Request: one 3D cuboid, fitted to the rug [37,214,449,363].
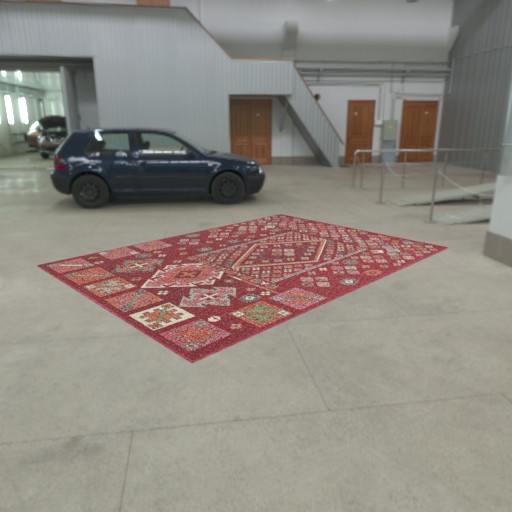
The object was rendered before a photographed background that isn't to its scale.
[{"bbox_3d":[0.000,0.000,2.878,2.184,0.007,1.579,-16,23,-42],"label":"rug"}]
